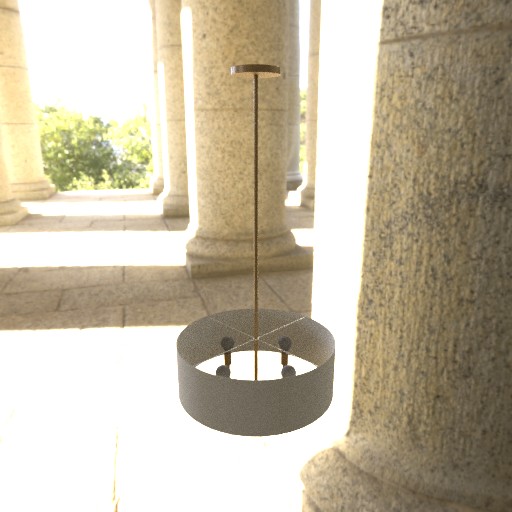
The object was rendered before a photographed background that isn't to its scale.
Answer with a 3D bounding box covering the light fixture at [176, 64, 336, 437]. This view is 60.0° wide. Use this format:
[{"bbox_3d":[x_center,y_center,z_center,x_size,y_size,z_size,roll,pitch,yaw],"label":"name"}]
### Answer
[{"bbox_3d":[0.000,0.000,1.353,0.508,1.067,0.508,0,15,0],"label":"light fixture"}]
